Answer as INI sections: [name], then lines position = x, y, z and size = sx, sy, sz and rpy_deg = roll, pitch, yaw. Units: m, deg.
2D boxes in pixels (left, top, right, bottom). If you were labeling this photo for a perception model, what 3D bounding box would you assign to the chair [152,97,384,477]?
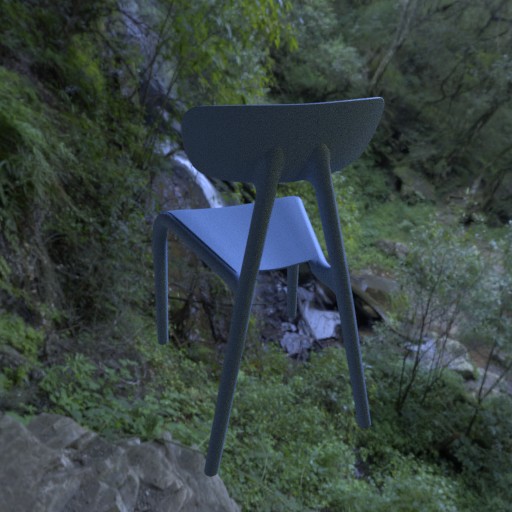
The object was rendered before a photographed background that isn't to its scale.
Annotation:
[chair]
position = 0.000, 0.000, 0.817
size = 0.356, 0.580, 0.401
rpy_deg = -9, 28, -18
